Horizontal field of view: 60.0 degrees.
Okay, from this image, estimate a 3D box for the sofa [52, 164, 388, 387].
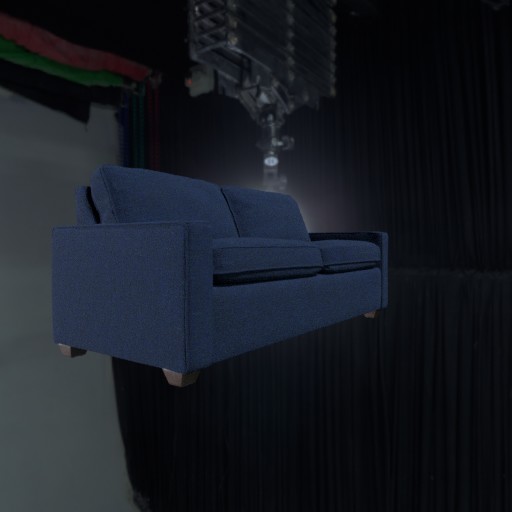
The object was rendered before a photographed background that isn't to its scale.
[{"bbox_3d":[0.000,0.000,2.641,0.940,0.919,2.080,1,2,36],"label":"sofa"}]
